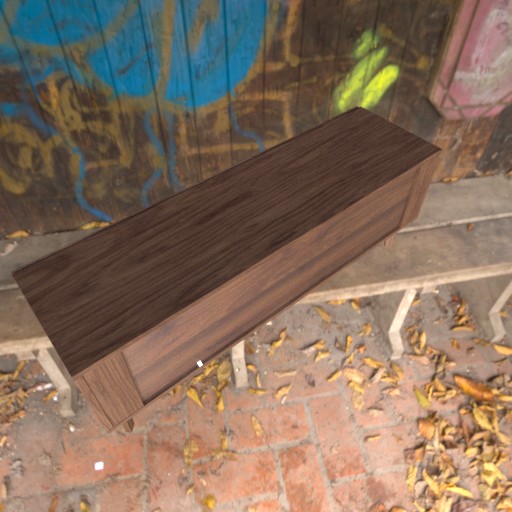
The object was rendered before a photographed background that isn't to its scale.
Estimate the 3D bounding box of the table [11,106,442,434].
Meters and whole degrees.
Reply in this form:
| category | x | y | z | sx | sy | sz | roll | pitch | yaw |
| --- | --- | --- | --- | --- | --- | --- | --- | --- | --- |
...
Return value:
| category | x | y | z | sx | sy | sz | roll | pitch | yaw |
| --- | --- | --- | --- | --- | --- | --- | --- | --- | --- |
| table | 0.000 | 0.000 | 1.582 | 1.397 | 0.508 | 0.405 | -31 | 55 | -25 |
